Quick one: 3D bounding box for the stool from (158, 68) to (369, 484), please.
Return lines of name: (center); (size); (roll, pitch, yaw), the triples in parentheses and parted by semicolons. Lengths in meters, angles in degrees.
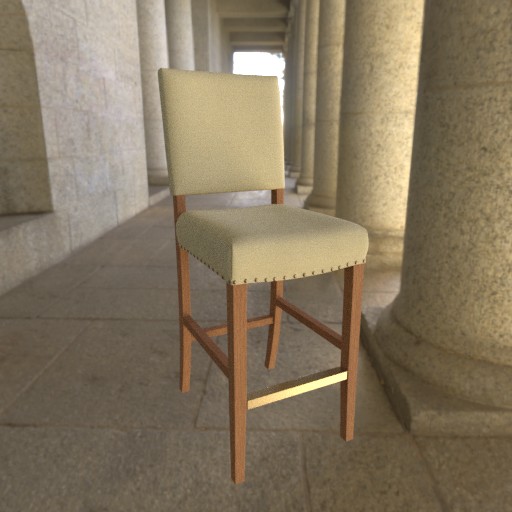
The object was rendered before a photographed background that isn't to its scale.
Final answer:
stool: (0.000, 0.000, 1.444); (0.445, 1.168, 0.584); (-8, 18, -26)
